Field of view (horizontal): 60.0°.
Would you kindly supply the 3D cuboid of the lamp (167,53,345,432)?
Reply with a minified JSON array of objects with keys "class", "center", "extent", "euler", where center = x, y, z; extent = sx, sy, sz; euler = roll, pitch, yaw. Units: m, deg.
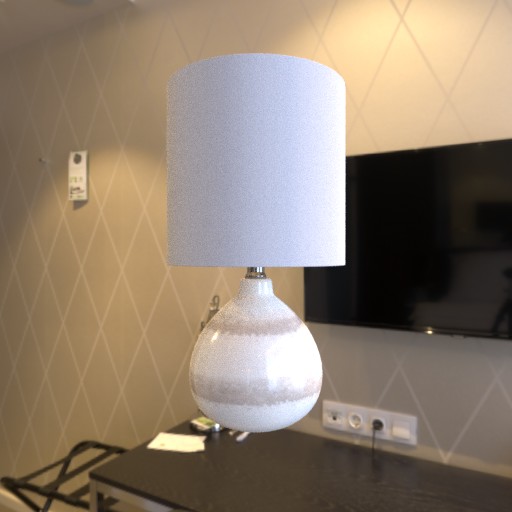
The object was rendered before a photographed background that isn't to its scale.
[{"class":"lamp","center":[0.000,0.000,0.549],"extent":[0.217,0.404,0.217],"euler":[0,0,0]}]
